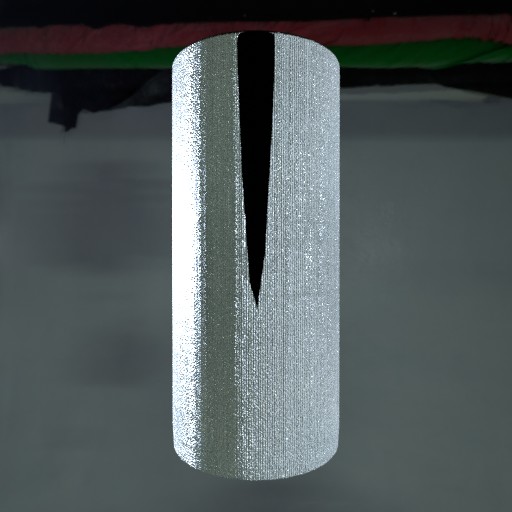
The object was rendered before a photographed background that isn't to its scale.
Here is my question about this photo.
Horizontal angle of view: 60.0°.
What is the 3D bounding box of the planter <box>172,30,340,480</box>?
[{"bbox_3d":[0.000,0.000,0.123,0.045,0.103,0.045,0,0,-1],"label":"planter"}]
